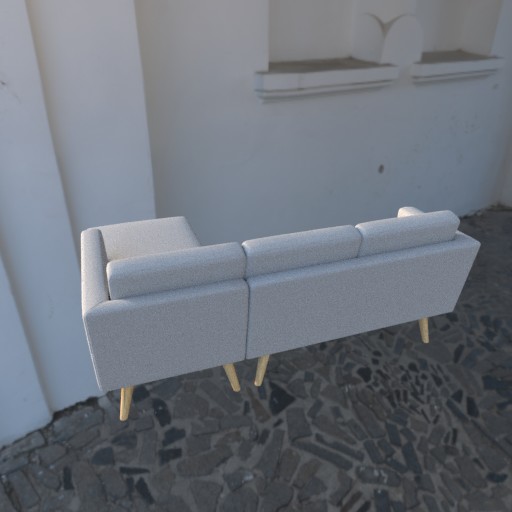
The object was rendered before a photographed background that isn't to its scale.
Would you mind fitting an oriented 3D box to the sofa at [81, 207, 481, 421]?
[{"bbox_3d":[0.000,0.000,2.826,2.040,0.860,1.530,-9,29,-17],"label":"sofa"}]
